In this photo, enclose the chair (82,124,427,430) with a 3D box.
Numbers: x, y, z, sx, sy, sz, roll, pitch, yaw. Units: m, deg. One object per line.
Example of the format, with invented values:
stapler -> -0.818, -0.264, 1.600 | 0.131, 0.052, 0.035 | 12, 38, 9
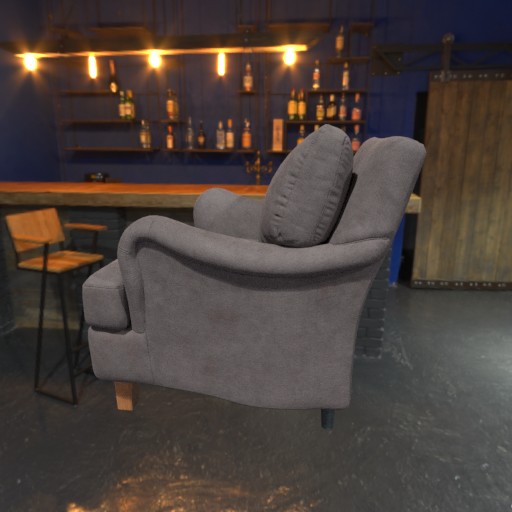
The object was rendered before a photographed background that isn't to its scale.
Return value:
chair -> 0.000, 0.000, 1.786 | 1.070, 0.997, 0.955 | 2, 15, 9
